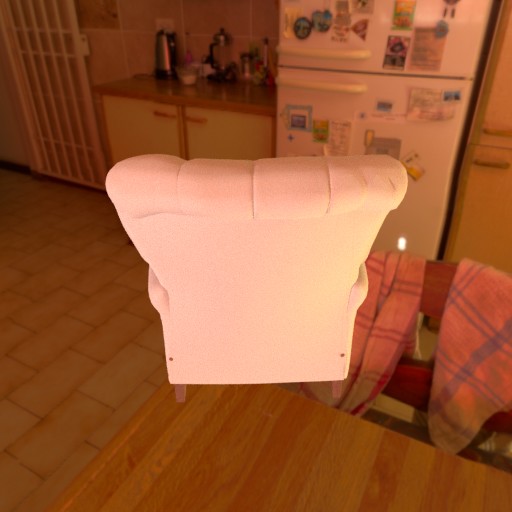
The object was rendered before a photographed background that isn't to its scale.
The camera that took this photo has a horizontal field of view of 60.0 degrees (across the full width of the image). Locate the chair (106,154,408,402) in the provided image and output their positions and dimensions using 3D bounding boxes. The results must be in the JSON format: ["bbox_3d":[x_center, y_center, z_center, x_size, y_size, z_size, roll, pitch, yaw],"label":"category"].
[{"bbox_3d":[0.000,0.000,2.135,1.090,1.217,1.128,-1,31,-2],"label":"chair"}]
